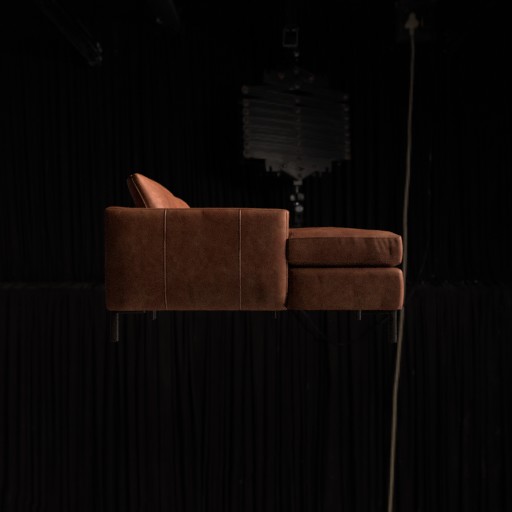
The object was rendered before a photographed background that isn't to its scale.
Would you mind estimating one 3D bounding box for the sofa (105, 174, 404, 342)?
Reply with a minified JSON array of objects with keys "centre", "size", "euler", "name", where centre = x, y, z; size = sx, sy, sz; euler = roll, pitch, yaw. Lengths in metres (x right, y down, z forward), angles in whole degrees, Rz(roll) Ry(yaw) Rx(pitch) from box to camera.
[{"centre":[0.000,0.000,3.630],"size":[1.471,0.859,2.993],"euler":[0,0,0],"name":"sofa"}]
